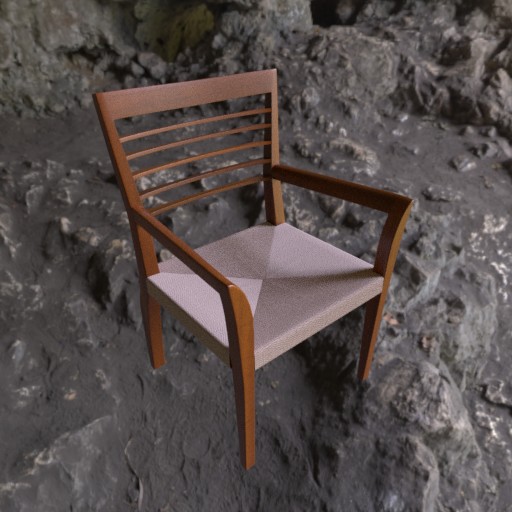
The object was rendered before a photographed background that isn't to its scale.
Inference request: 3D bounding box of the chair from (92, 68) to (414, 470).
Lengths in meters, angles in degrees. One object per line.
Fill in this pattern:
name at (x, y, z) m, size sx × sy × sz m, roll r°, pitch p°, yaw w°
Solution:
chair at (0.000, 0.000, 1.221) m, size 0.587 × 0.855 × 0.540 m, roll -24°, pitch 39°, yaw -33°
